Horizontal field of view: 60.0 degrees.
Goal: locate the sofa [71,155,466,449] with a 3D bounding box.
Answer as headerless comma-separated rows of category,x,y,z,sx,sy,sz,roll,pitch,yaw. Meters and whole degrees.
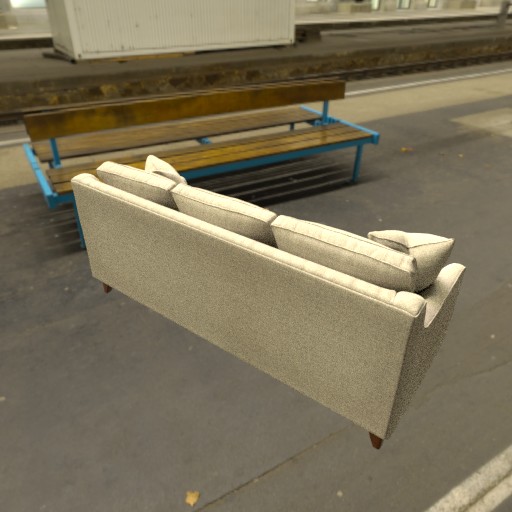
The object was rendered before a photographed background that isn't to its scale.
sofa,0.000,0.000,2.479,2.031,0.914,0.865,22,38,31
